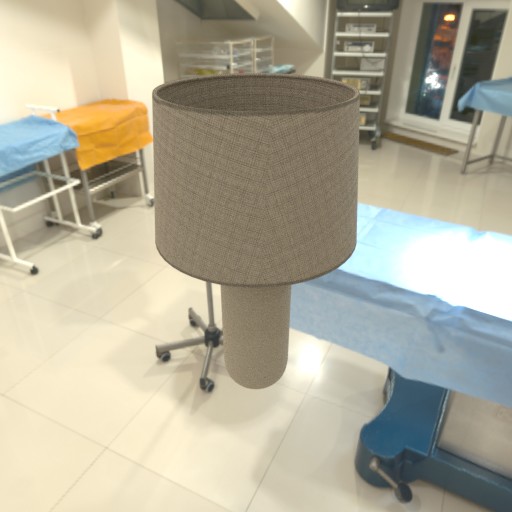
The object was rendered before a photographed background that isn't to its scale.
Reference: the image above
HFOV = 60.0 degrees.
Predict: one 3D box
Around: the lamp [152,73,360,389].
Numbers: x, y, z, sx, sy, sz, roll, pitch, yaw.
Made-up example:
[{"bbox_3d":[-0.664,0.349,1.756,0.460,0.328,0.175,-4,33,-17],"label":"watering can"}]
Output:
[{"bbox_3d":[0.000,0.000,0.849,0.367,0.609,0.367,0,31,0],"label":"lamp"}]
